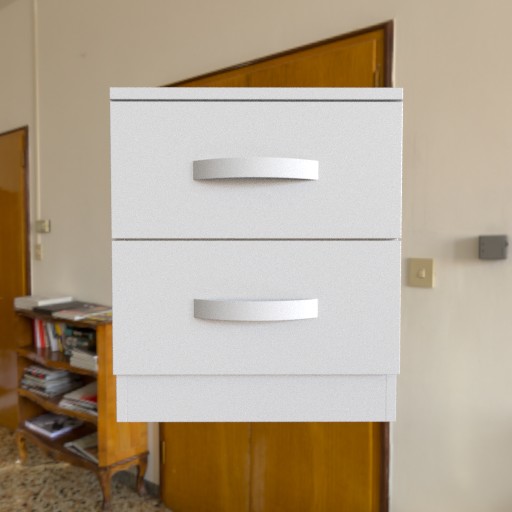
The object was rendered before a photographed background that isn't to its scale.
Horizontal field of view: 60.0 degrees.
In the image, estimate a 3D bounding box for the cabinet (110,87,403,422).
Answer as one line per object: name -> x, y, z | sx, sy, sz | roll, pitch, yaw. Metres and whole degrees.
cabinet -> 0.000, 0.000, 0.766 | 0.400, 0.470, 0.360 | 0, 2, 0
